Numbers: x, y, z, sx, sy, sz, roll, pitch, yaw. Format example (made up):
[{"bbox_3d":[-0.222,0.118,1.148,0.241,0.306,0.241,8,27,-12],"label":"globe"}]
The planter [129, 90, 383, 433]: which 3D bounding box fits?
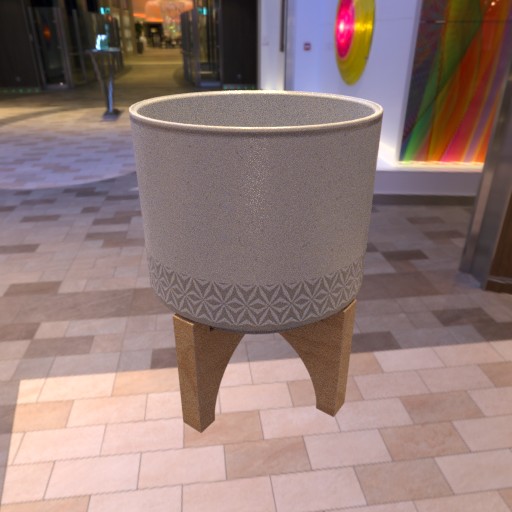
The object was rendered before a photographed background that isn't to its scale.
[{"bbox_3d":[0.000,0.000,0.272,0.130,0.178,0.130,0,27,0],"label":"planter"}]
